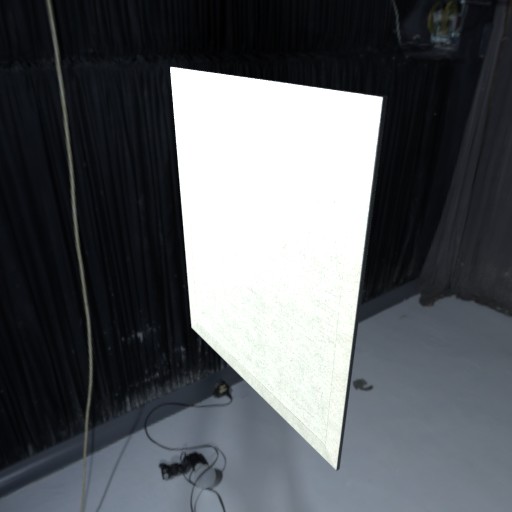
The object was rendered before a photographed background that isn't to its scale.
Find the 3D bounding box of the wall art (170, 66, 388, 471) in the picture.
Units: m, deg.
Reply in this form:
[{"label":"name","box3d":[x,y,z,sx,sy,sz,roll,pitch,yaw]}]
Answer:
[{"label":"wall art","box3d":[0.000,0.000,0.607,0.023,0.457,0.381,-19,33,-32]}]
